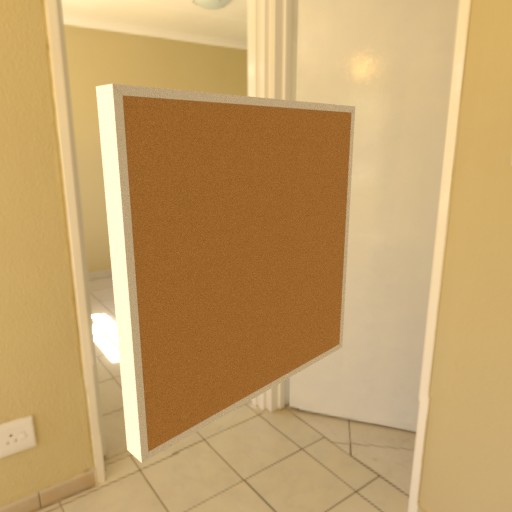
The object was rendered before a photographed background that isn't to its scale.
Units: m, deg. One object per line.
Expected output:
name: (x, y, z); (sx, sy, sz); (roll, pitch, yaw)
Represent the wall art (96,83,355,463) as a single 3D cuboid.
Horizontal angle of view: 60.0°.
wall art: (0.000, 0.000, 0.454); (0.024, 0.304, 0.304); (14, 20, 42)
